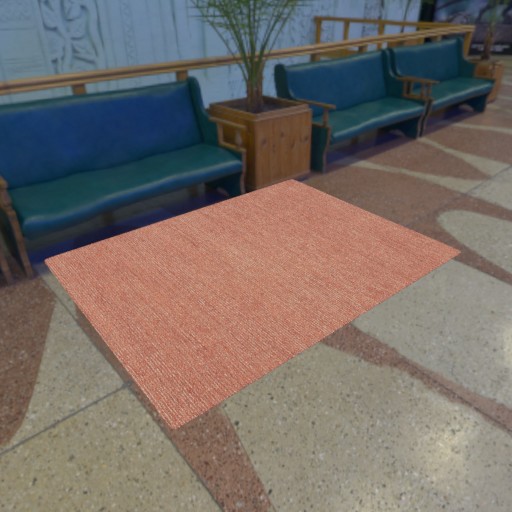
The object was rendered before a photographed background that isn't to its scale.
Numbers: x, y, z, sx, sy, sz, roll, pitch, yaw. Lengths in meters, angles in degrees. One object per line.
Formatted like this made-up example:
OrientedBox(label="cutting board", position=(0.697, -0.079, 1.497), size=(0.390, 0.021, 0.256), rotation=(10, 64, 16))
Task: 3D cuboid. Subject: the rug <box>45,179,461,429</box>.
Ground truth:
OrientedBox(label="rug", position=(0.000, 0.000, 2.790), size=(2.112, 0.009, 1.594), rotation=(-23, 38, -32))
